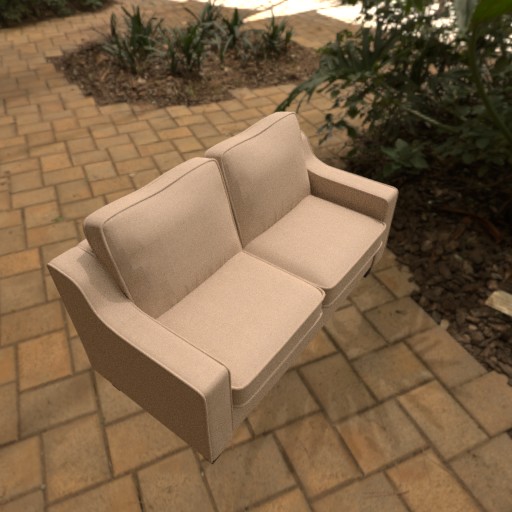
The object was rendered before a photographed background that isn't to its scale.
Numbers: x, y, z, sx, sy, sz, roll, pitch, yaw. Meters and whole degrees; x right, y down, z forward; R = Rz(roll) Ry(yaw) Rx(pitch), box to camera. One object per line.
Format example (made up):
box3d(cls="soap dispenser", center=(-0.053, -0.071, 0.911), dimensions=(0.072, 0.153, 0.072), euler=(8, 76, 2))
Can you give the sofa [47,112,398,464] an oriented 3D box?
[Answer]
box3d(cls="sofa", center=(0.000, 0.000, 3.537), dimensions=(1.351, 1.562, 2.587), euler=(26, 46, 27))
